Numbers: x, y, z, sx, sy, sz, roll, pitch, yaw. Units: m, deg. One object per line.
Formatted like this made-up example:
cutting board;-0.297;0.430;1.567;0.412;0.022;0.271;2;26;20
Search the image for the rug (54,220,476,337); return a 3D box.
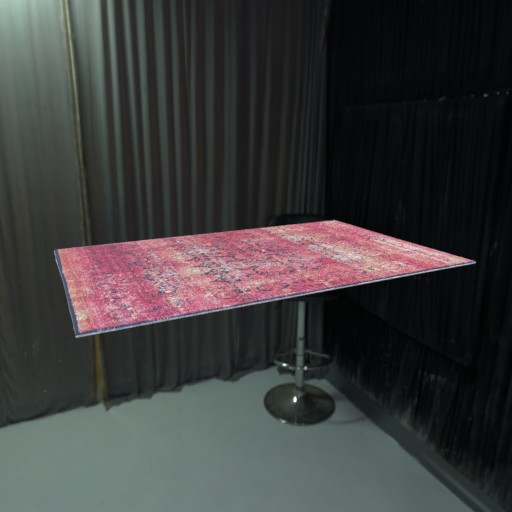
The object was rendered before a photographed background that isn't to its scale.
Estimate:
rug;0.000;0.000;3.018;2.449;0.018;1.539;-8;17;-25
